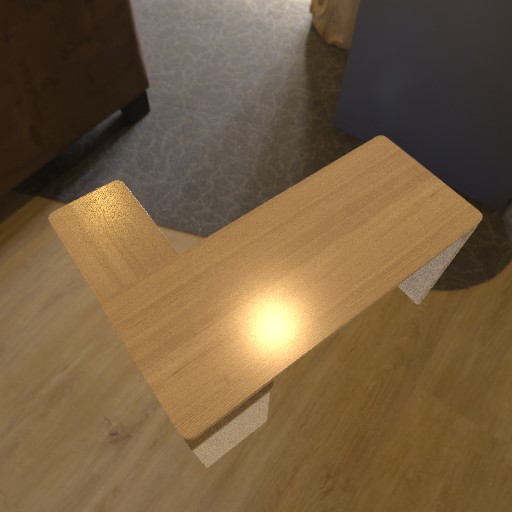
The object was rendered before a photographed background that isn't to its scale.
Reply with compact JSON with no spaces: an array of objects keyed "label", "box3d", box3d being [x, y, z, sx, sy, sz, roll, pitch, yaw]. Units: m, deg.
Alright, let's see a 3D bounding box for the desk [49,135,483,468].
[{"label":"desk","box3d":[0.000,0.000,2.110,1.400,0.770,1.175,-33,64,-18]}]
